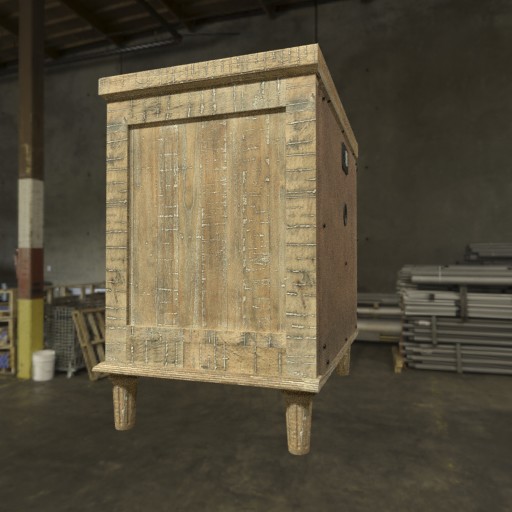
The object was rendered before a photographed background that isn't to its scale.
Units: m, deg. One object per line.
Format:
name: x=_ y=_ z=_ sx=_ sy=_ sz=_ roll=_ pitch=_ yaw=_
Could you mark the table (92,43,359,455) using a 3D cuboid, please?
table: x=0.000 y=0.000 z=1.135 sx=0.457 sy=0.711 sz=0.686 roll=0 pitch=-1 yaw=19
